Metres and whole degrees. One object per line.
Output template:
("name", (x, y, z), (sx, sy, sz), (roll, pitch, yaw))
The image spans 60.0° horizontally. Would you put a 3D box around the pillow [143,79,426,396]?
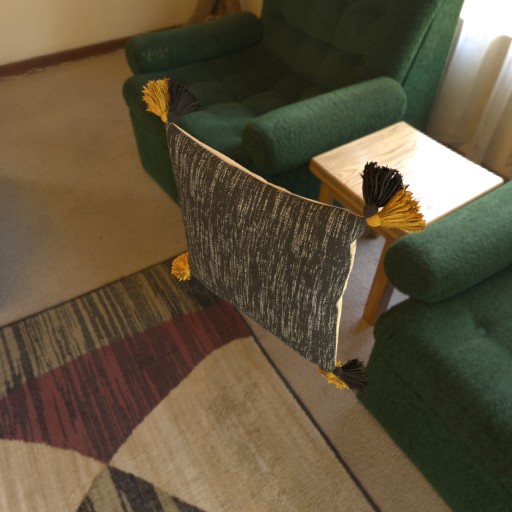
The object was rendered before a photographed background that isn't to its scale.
("pillow", (0.000, 0.000, 0.979), (0.654, 0.659, 0.139), (32, 54, 26))
